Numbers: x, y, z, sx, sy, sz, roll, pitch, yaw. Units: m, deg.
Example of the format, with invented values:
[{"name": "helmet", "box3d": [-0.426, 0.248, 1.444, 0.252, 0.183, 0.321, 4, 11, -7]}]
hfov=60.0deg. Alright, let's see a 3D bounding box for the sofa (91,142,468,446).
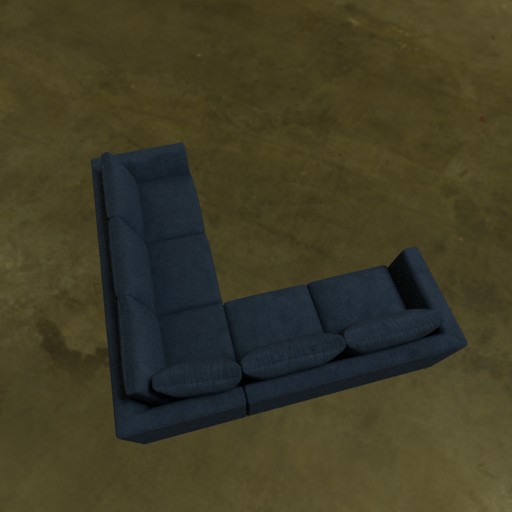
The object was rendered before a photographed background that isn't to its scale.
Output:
[{"name": "sofa", "box3d": [0.000, 0.000, 3.790, 2.472, 0.988, 2.463, -13, 60, -7]}]
